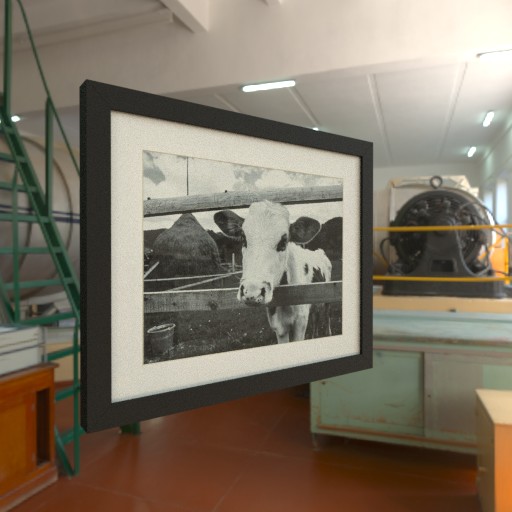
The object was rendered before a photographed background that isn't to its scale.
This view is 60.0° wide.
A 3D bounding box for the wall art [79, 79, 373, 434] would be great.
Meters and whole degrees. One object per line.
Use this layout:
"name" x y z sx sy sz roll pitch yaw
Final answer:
"wall art" 0.000 0.000 0.538 0.404 0.329 0.024 0 1 -36
